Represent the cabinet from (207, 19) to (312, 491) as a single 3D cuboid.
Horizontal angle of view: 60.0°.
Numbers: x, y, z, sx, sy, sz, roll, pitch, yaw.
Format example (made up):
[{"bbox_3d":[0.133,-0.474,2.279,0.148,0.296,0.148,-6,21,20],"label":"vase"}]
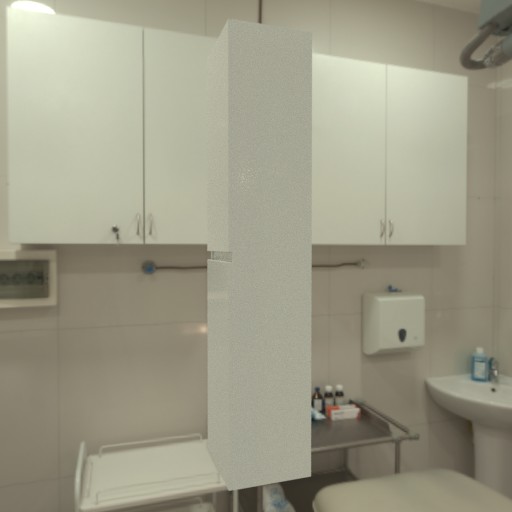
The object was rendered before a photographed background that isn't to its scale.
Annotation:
[{"bbox_3d":[0.000,0.000,1.497,0.270,1.400,0.300,0,1,-18],"label":"cabinet"}]
